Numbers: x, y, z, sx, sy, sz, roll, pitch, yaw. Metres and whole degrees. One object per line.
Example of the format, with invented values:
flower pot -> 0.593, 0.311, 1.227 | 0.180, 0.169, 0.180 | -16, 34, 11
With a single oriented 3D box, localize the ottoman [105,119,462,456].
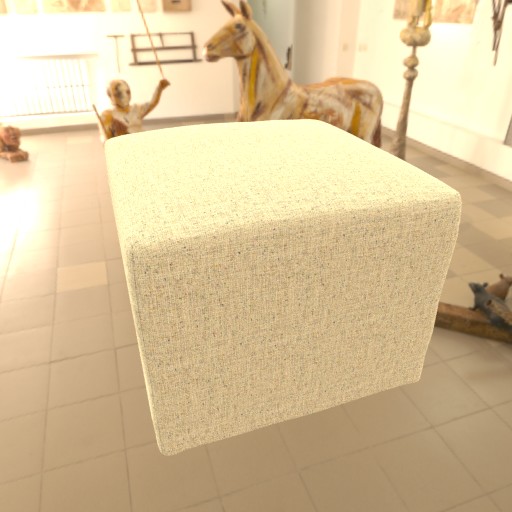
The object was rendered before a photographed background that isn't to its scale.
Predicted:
ottoman -> 0.000, 0.000, 0.898 | 0.512, 0.453, 0.521 | -10, 32, -17
